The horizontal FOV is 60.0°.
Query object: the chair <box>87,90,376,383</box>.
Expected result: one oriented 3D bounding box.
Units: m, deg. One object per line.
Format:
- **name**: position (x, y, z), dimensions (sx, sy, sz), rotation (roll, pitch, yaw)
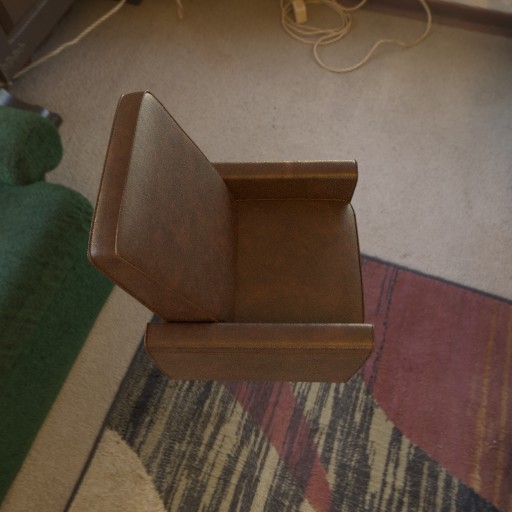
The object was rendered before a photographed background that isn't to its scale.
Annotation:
- **chair**: position (0.000, 0.000, 1.518), dimensions (0.746, 1.013, 0.705), rotation (1, 64, 0)
